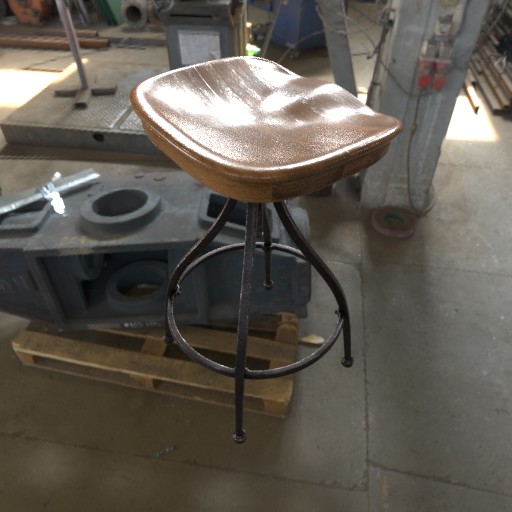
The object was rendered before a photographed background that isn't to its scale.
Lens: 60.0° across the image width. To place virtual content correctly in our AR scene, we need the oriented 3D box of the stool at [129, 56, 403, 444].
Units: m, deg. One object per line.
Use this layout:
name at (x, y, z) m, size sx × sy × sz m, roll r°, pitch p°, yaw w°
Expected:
stool at (0.000, 0.000, 0.966) m, size 0.424 × 0.694 × 0.432 m, roll -26°, pitch 48°, yaw -26°
